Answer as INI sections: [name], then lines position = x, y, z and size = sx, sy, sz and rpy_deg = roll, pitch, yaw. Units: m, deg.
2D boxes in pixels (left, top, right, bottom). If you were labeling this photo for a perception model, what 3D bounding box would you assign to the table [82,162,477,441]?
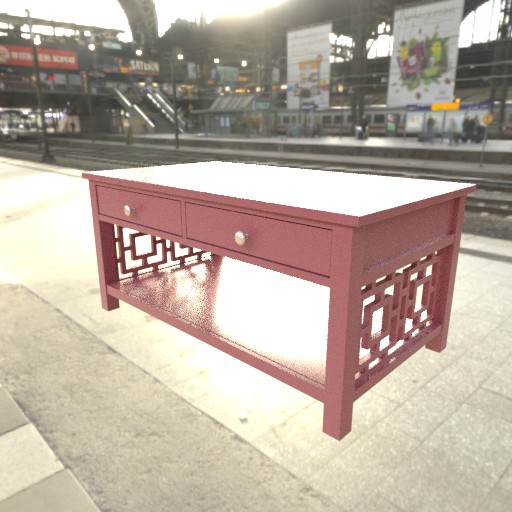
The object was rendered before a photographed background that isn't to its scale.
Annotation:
[table]
position = 0.000, 0.000, 1.412
size = 1.068, 0.493, 0.612
rpy_deg = 15, 22, 42
